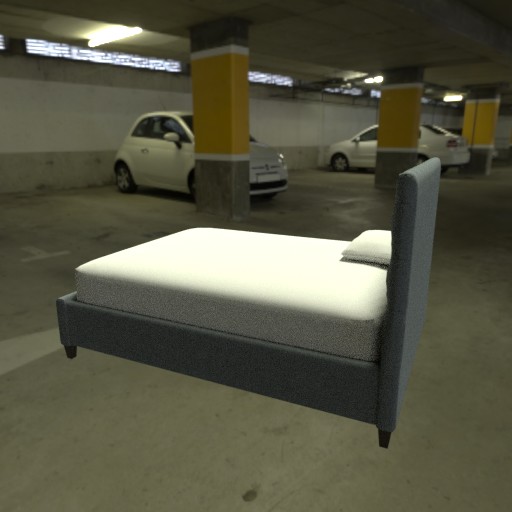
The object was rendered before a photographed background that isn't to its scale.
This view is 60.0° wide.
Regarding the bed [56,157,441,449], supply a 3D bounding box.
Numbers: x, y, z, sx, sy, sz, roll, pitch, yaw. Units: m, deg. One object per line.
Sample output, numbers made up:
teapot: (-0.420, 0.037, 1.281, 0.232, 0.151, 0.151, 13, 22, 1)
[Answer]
bed: (0.000, 0.000, 3.293, 2.335, 1.411, 1.698, 7, 16, 24)
